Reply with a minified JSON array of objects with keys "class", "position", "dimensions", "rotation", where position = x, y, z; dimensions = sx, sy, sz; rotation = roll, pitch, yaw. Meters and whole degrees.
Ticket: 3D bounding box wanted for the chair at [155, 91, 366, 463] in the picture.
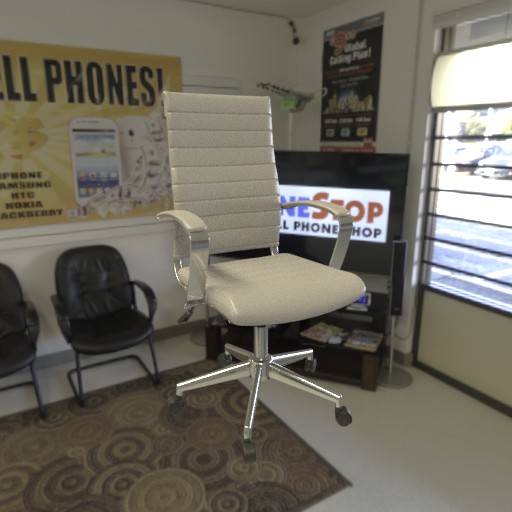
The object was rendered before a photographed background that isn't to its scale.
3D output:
[{"class":"chair","position":[0.000,0.000,1.596],"dimensions":[0.679,1.149,0.667],"rotation":[-8,17,-28]}]
